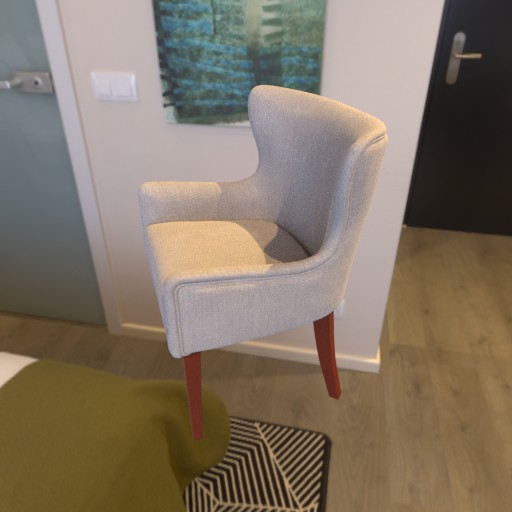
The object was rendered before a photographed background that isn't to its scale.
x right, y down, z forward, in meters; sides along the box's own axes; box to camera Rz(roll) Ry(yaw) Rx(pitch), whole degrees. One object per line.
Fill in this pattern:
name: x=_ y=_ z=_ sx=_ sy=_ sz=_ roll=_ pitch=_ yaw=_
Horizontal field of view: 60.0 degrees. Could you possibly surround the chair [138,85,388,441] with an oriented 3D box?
chair: x=0.000 y=0.000 z=1.463 sx=0.677 sy=0.948 sz=0.732 roll=-10 pitch=32 yaw=-16
